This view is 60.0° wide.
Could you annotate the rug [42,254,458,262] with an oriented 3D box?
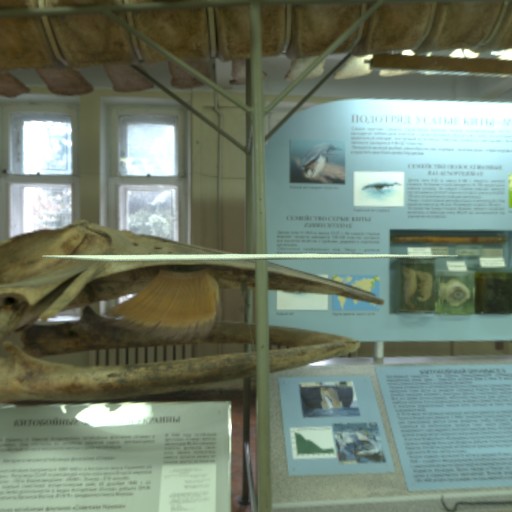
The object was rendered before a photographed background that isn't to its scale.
[{"bbox_3d":[0.000,0.000,3.077,2.460,0.016,1.545,0,1,-35],"label":"rug"}]
